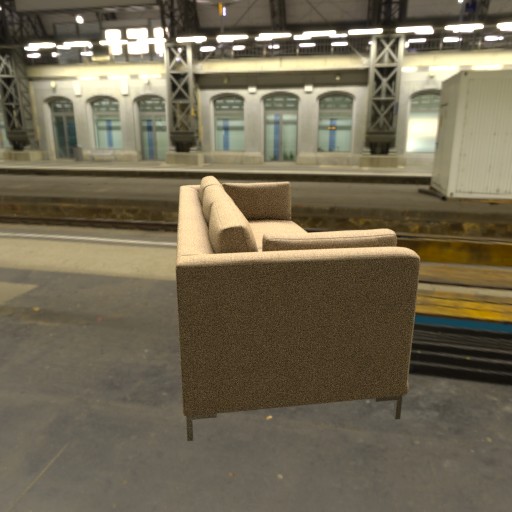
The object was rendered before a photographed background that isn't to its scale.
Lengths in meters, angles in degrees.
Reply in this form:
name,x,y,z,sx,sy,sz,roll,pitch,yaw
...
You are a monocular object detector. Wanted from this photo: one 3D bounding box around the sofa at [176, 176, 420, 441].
name,x,y,z,sx,sy,sz,roll,pitch,yaw
sofa,0.000,0.000,2.892,0.969,0.867,2.415,-2,16,-9
